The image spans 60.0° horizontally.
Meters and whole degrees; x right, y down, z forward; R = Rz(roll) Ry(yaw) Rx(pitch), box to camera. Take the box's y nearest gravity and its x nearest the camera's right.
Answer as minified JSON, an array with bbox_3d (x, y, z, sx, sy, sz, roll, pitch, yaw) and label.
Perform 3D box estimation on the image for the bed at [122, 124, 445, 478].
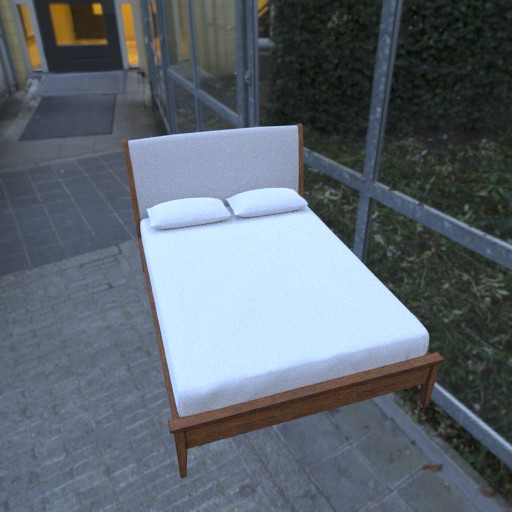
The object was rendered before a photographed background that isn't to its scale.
[{"bbox_3d":[0.000,0.000,2.985,1.502,1.135,2.108,-10,33,-15],"label":"bed"}]
